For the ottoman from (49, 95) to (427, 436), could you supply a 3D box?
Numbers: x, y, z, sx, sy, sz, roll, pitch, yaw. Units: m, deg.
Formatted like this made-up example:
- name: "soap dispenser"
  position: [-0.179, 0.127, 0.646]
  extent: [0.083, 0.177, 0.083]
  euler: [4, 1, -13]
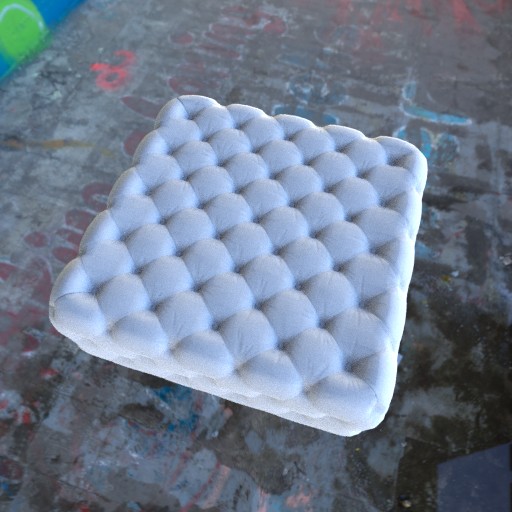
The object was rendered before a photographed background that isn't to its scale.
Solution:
- name: "ottoman"
  position: [0.000, 0.000, 1.195]
  extent: [0.755, 0.376, 0.753]
  euler: [15, 60, 9]
